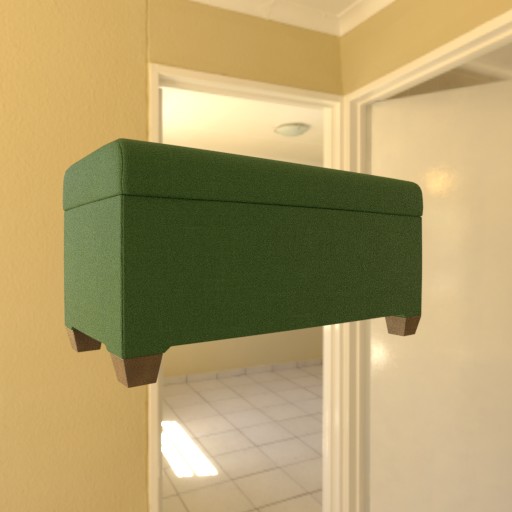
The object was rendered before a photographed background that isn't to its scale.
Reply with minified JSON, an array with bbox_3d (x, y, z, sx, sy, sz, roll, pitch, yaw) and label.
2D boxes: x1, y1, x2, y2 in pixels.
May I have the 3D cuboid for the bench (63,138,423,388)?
[{"bbox_3d":[0.000,0.000,1.309,0.989,0.501,0.505,-1,1,-36],"label":"bench"}]
